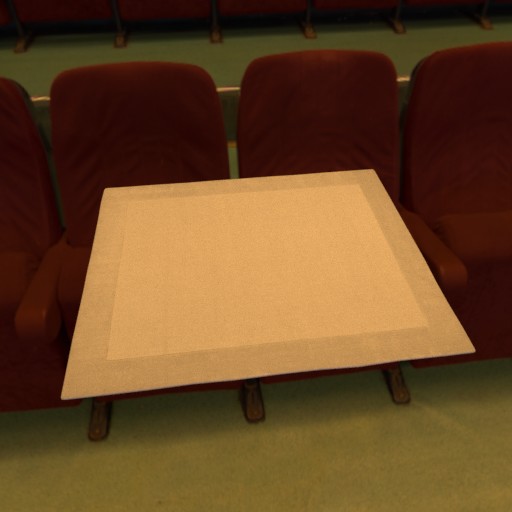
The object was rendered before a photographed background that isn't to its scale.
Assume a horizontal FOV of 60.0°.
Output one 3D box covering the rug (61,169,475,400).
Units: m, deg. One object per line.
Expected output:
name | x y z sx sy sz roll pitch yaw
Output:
rug | 0.000 0.000 3.991 2.976 0.018 2.430 -5 45 -5
